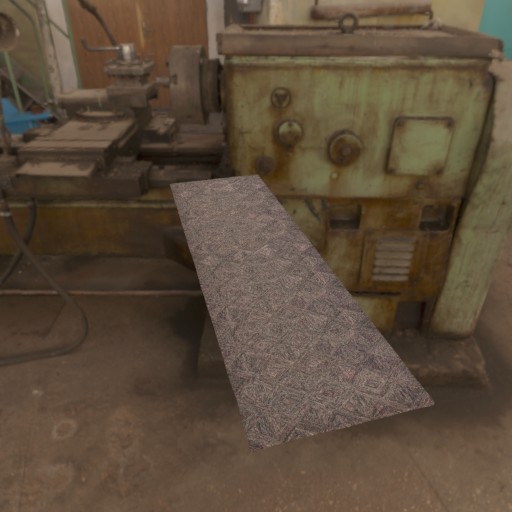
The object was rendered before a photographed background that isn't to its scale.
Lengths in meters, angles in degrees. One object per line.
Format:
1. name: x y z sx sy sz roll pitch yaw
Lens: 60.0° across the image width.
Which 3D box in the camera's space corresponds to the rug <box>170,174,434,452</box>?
1. rug: 0.000 0.000 2.450 0.691 0.011 2.296 -9 33 -13
